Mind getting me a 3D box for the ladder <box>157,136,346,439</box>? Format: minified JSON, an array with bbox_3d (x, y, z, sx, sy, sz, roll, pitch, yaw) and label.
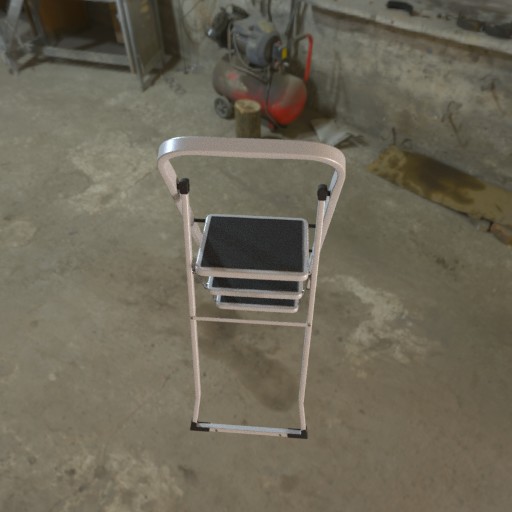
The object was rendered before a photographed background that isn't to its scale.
[{"bbox_3d":[0.000,0.000,1.400,0.460,1.050,0.711,3,46,3],"label":"ladder"}]
